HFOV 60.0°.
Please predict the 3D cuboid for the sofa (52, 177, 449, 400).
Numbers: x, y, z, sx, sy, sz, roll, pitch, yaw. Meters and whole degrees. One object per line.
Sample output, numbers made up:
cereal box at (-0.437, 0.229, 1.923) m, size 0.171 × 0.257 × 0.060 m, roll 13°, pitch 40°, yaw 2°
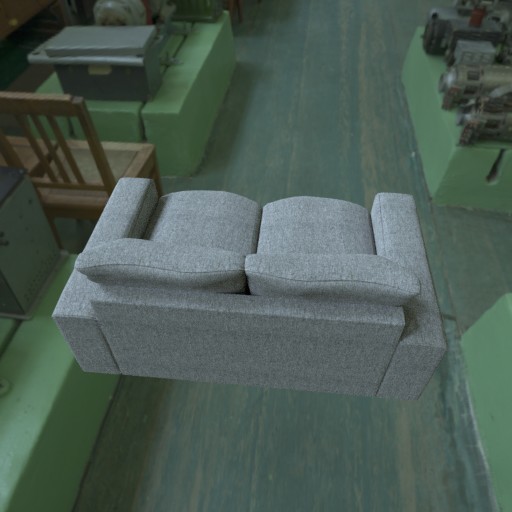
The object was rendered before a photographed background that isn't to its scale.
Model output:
sofa at (0.000, 0.000, 2.378) m, size 1.758 × 0.877 × 1.094 m, roll 4°, pitch 47°, yaw 4°
